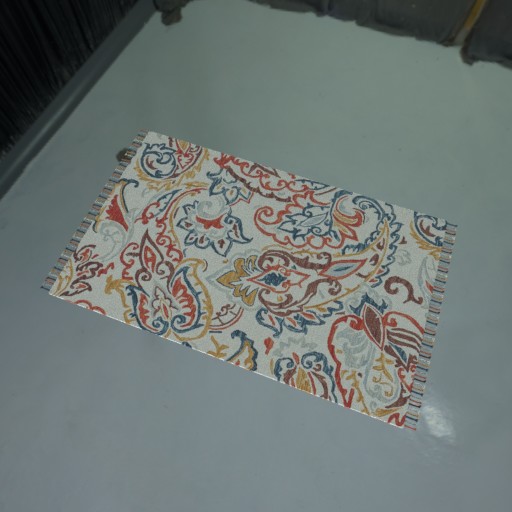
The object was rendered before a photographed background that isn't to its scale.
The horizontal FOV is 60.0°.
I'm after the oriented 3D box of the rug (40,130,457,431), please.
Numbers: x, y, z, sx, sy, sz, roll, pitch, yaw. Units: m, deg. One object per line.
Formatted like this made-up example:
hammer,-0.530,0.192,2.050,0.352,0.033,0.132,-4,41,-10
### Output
rug,0.000,0.000,3.133,2.584,0.010,1.523,19,65,9
